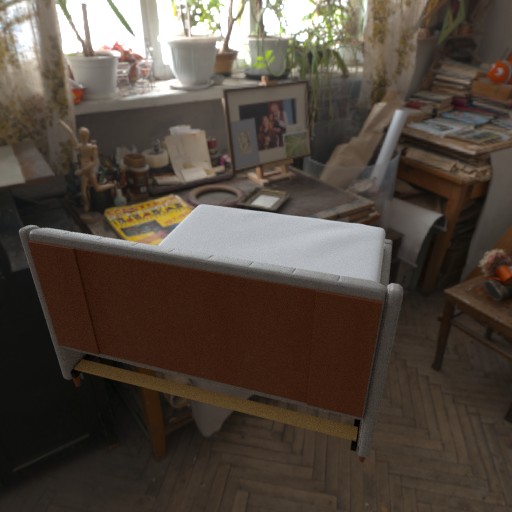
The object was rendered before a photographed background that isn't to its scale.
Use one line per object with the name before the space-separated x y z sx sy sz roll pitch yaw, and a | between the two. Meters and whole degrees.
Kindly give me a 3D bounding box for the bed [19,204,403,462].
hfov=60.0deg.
bed | 0.000 0.000 3.457 2.062 1.289 2.342 9 32 15
